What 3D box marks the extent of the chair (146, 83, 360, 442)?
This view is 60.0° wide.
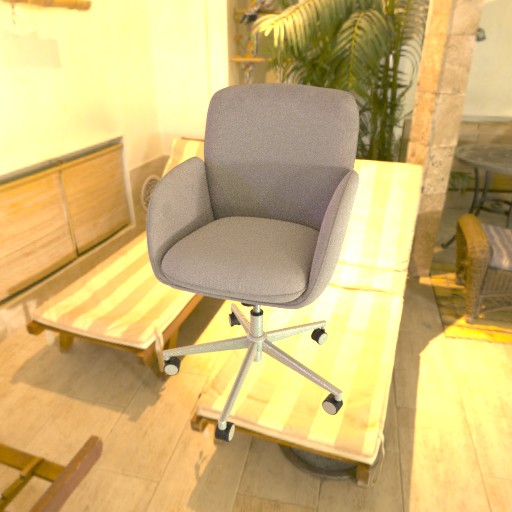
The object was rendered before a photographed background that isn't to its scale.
[{"bbox_3d":[0.000,0.000,1.393,0.648,0.959,0.654,9,28,16],"label":"chair"}]
